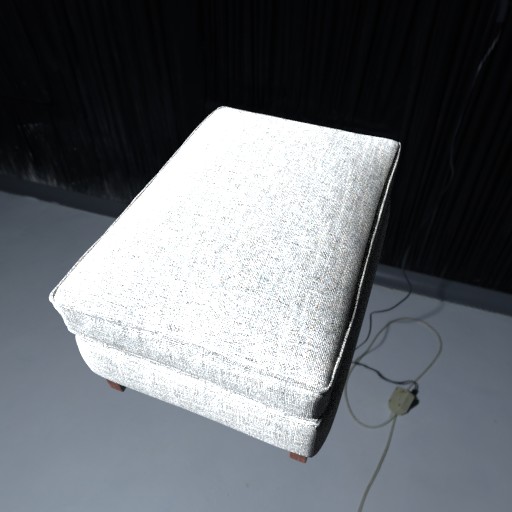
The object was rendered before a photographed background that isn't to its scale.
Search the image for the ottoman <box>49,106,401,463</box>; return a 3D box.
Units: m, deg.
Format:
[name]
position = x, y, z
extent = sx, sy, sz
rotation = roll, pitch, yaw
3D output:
[ottoman]
position = 0.000, 0.000, 0.967
extent = 0.508, 0.406, 0.686
rotation = 16, 49, 14
